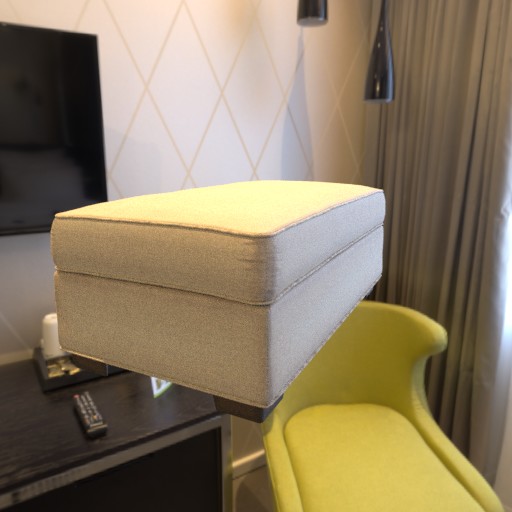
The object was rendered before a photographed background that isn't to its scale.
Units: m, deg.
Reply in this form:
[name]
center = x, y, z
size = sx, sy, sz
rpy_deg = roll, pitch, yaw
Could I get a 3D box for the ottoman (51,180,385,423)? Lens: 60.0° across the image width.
[ottoman]
center = 0.000, 0.000, 1.455
size = 0.617, 0.448, 1.097
rpy_deg = 7, 15, 26
